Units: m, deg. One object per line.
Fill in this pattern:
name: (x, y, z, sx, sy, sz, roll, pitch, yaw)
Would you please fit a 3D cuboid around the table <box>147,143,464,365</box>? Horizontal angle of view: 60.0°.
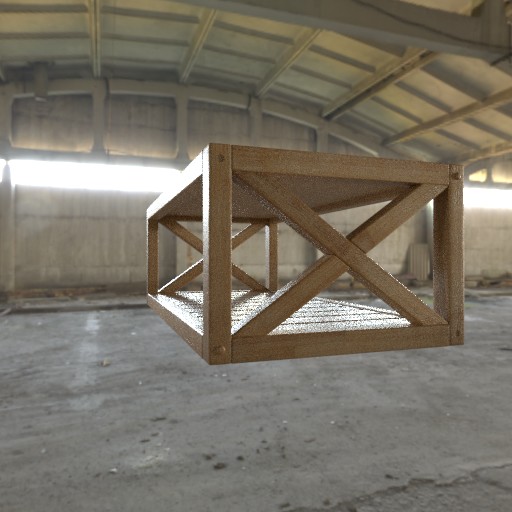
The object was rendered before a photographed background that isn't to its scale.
table: (0.000, 0.000, 1.628, 0.660, 0.457, 1.321, 0, 0, -19)
